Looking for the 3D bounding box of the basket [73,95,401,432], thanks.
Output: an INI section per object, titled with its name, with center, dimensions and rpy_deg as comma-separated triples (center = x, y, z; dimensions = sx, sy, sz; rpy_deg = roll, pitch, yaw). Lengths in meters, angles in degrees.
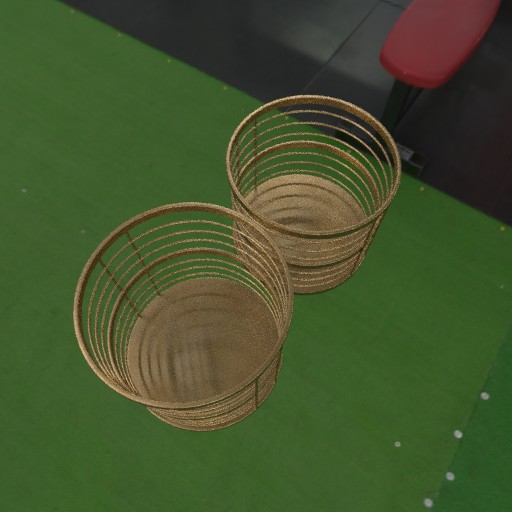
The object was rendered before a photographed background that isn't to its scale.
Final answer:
[basket]
center = 0.000, 0.000, 0.946
dimensions = 0.356, 0.351, 0.746
rpy_deg = 34, 68, 16
